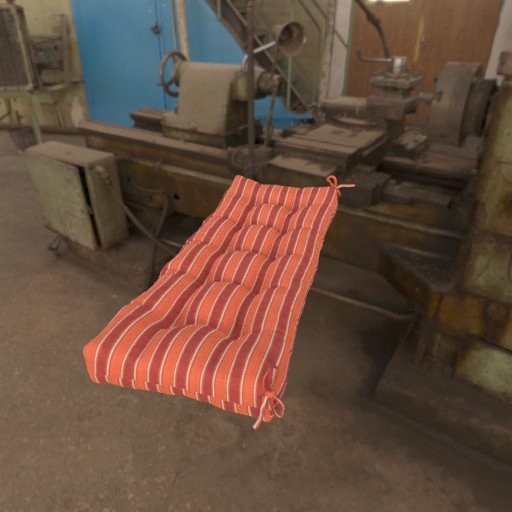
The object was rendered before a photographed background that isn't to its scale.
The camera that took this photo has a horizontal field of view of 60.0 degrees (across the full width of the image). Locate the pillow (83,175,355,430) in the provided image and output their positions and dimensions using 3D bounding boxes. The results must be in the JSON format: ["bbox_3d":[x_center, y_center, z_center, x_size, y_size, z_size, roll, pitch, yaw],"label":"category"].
[{"bbox_3d":[0.000,0.000,1.383,0.511,0.174,1.194,8,32,13],"label":"pillow"}]
